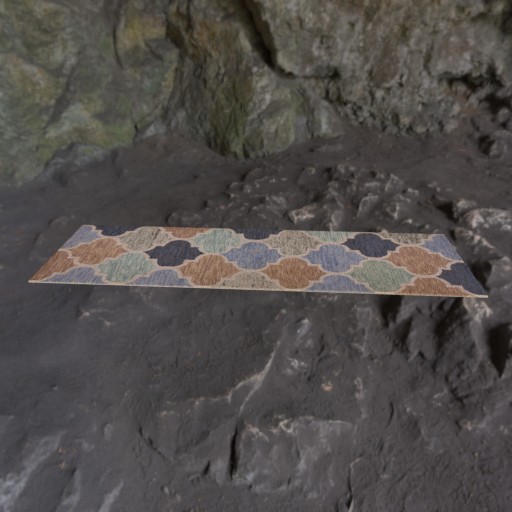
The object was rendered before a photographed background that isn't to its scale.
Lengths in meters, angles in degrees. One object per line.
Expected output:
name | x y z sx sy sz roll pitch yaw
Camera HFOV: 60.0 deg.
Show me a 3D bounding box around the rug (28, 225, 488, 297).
rug | 0.000 0.000 2.498 2.287 0.011 0.687 2 29 3
